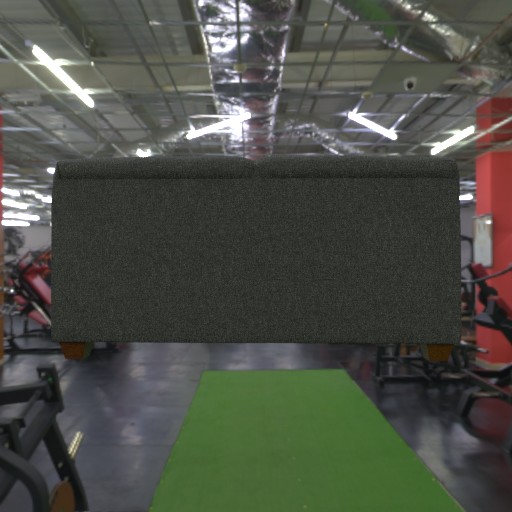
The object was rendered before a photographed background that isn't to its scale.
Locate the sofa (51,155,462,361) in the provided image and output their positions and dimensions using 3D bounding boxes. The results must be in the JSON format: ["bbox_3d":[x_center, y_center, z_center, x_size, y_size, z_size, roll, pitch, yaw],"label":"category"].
[{"bbox_3d":[0.000,0.000,2.454,1.846,0.958,0.998,0,-1,2],"label":"sofa"}]
